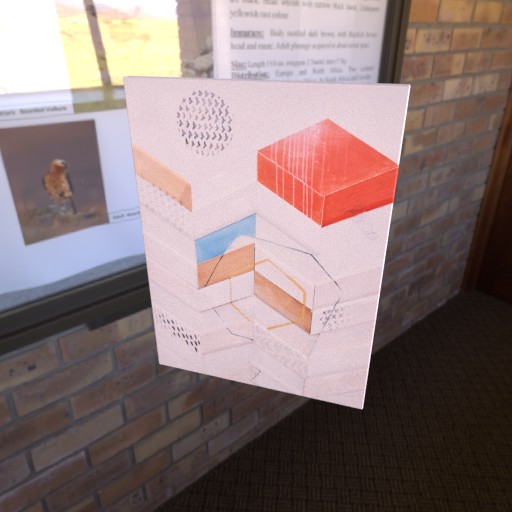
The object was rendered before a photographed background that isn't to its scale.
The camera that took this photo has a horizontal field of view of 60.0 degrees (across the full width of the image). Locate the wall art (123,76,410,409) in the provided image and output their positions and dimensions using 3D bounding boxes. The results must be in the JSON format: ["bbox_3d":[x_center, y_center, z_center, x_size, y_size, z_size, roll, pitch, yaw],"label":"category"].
[{"bbox_3d":[0.000,0.000,1.370,0.759,1.014,0.045,8,28,16],"label":"wall art"}]
